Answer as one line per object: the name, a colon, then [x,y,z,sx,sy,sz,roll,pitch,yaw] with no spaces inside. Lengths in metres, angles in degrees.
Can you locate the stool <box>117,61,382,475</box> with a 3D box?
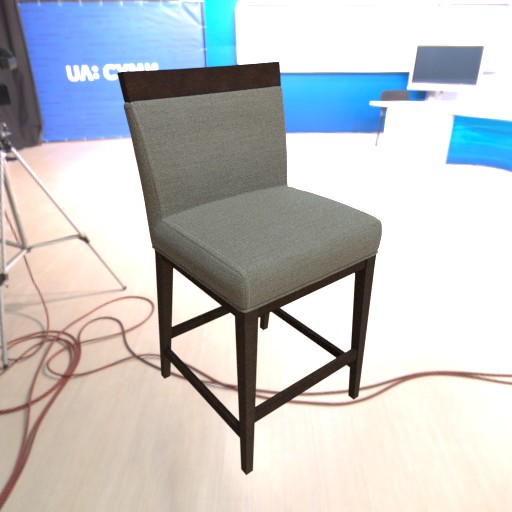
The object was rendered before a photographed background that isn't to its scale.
stool: [0.000,0.000,1.308,0.512,1.009,0.531,-20,34,-33]
